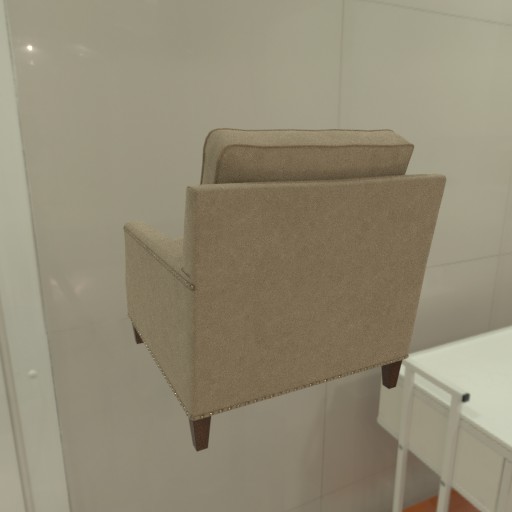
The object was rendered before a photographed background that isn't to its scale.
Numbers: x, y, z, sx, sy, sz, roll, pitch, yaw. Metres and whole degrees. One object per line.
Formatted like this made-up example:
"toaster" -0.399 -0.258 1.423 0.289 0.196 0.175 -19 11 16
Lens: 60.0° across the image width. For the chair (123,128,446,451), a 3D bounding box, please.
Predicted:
"chair" 0.000 0.000 1.728 0.853 0.943 1.014 -7 17 -26
